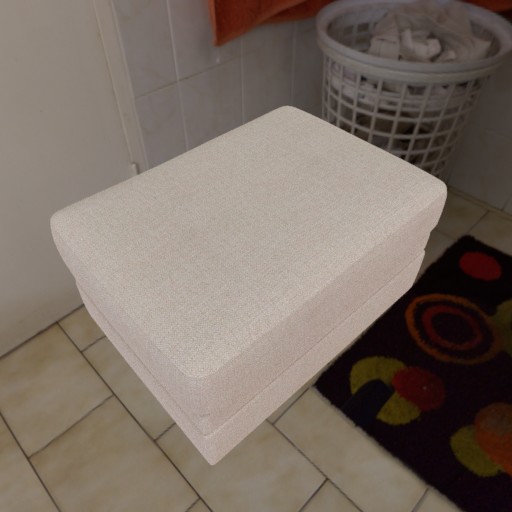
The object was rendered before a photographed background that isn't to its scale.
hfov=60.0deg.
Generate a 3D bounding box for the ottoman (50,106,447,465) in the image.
[{"bbox_3d":[0.000,0.000,1.269,0.885,0.478,0.637,-33,55,-28],"label":"ottoman"}]
